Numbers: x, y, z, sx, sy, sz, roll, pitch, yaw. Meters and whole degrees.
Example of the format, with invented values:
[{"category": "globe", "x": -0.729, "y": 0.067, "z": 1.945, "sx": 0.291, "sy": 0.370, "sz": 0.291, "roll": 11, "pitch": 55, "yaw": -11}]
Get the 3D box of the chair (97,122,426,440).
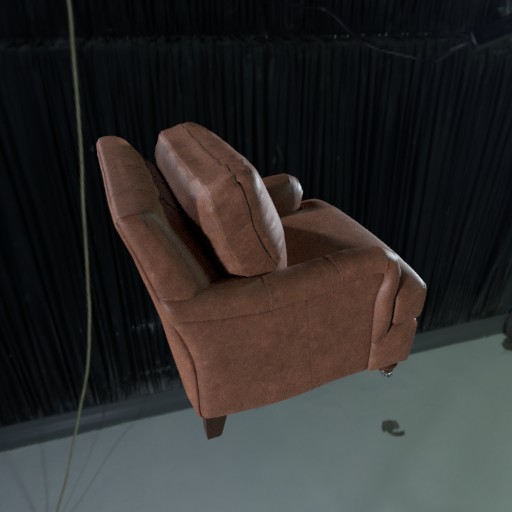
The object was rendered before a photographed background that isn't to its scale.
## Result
[{"category": "chair", "x": 0.000, "y": 0.000, "z": 1.955, "sx": 1.158, "sy": 1.055, "sz": 0.986, "roll": -11, "pitch": 31, "yaw": -18}]
